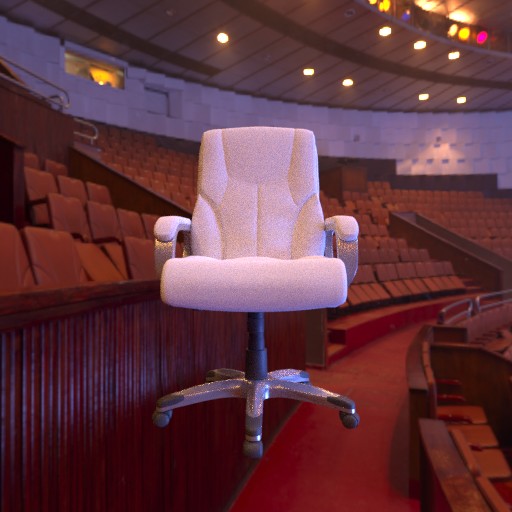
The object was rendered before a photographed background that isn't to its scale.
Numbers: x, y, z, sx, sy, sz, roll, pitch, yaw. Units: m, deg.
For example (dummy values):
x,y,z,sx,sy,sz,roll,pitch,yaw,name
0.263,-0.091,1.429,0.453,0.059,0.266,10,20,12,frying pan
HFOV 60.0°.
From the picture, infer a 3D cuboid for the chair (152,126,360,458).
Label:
x,y,z,sx,sy,sz,roll,pitch,yaw,name
0.000,0.000,1.573,0.687,1.120,0.738,0,0,1,chair
